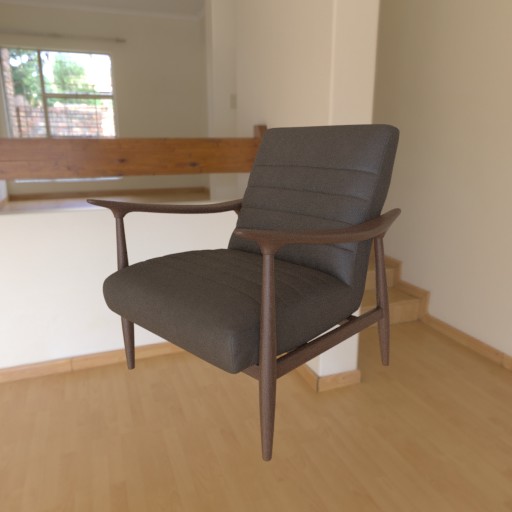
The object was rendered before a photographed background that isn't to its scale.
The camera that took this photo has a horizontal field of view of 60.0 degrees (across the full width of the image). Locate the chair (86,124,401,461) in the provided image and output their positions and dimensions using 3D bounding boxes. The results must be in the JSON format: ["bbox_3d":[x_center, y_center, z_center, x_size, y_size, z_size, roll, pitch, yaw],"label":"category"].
[{"bbox_3d":[0.000,0.000,1.446,0.741,0.831,0.798,14,21,42],"label":"chair"}]
